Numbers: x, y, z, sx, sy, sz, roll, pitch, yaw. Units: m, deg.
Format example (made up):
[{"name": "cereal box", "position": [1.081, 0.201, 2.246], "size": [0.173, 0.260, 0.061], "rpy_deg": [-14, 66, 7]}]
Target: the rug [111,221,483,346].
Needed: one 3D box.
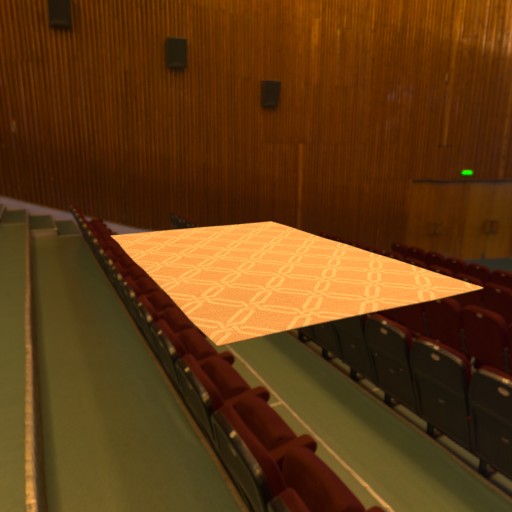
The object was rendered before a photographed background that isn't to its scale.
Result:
[{"name": "rug", "position": [0.000, 0.000, 2.244], "size": [1.146, 0.010, 1.745], "rpy_deg": [-7, 16, -26]}]
